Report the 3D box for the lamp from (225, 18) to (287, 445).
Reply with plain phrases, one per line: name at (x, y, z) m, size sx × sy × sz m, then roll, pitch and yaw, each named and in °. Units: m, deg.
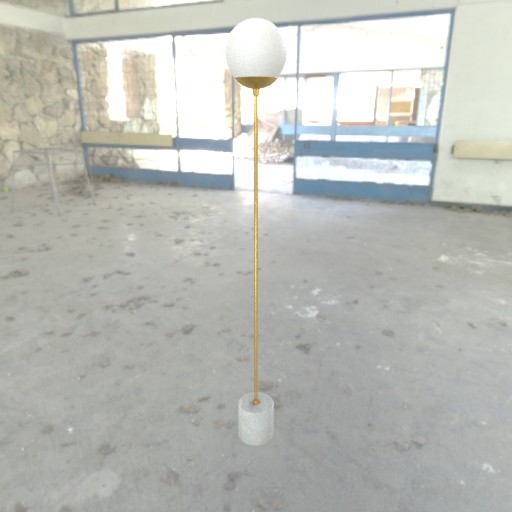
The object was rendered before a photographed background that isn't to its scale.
lamp at (0.000, 0.000, 1.823) m, size 0.224 × 1.753 × 0.224 m, roll 8°, pitch 19°, yaw 24°
